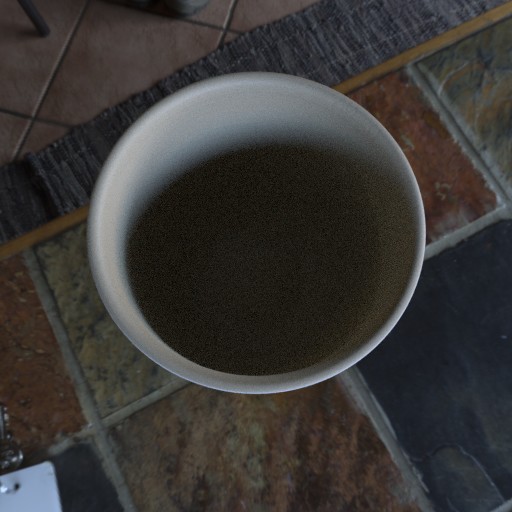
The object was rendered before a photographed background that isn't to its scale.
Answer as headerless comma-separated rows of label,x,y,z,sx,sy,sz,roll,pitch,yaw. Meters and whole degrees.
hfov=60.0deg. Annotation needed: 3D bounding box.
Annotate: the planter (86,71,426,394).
planter,0.000,0.000,0.362,0.208,0.190,0.208,0,75,0
